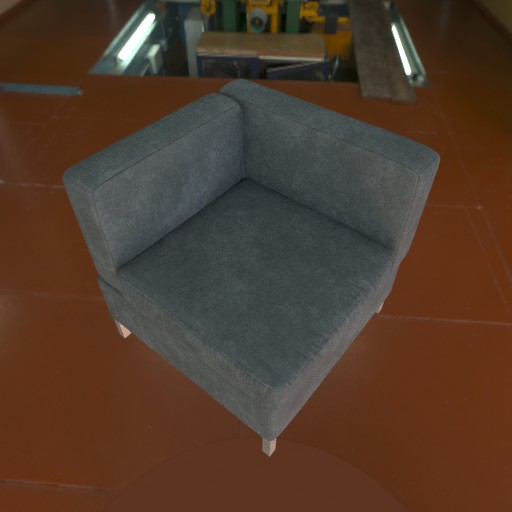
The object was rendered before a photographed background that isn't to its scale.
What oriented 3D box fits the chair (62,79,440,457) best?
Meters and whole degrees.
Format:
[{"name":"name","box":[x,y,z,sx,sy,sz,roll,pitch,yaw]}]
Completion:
[{"name":"chair","box":[0.000,0.000,1.268,0.680,0.660,0.680,30,53,26]}]
